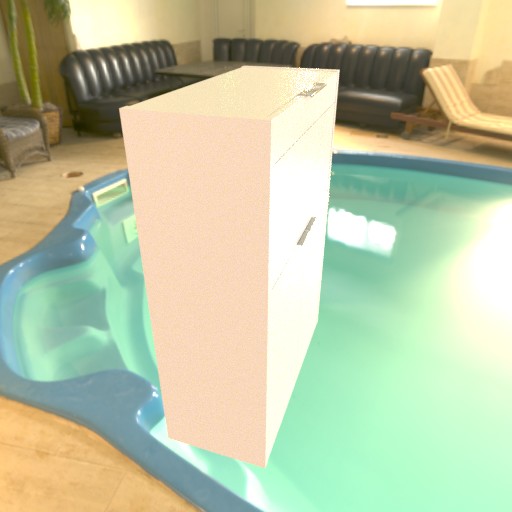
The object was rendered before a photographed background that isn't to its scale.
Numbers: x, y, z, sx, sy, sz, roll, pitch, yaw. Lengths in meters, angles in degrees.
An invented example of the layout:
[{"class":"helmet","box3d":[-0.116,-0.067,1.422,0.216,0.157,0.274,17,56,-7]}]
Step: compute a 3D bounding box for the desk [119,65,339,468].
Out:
[{"class":"desk","box3d":[0.000,0.000,1.634,0.390,1.190,0.850,10,31,16]}]
